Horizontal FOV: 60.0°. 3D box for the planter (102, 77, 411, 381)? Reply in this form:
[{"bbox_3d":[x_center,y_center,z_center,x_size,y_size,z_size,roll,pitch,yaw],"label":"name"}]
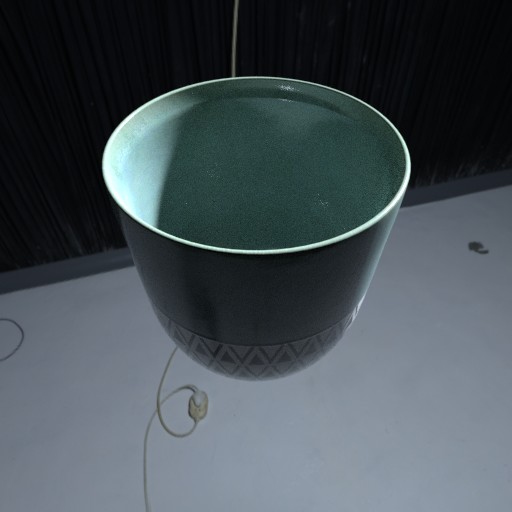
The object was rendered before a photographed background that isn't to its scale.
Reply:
[{"bbox_3d":[0.000,0.000,0.369,0.198,0.214,0.198,0,47,0],"label":"planter"}]
